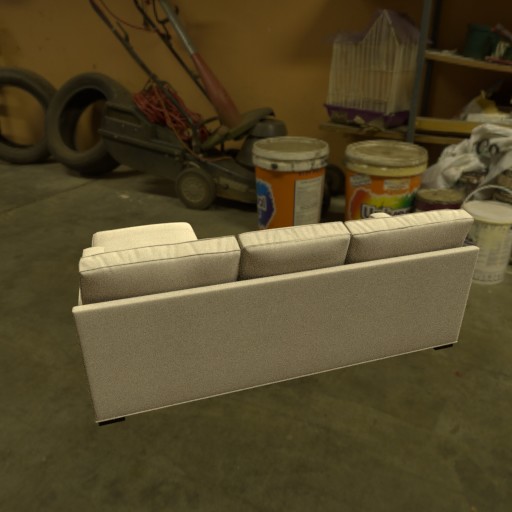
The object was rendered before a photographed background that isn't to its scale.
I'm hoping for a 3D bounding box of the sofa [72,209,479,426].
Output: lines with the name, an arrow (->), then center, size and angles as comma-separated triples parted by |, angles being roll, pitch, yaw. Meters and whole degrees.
sofa -> 0.000, 0.000, 2.859 | 2.087, 0.861, 1.496 | -8, 27, -16
